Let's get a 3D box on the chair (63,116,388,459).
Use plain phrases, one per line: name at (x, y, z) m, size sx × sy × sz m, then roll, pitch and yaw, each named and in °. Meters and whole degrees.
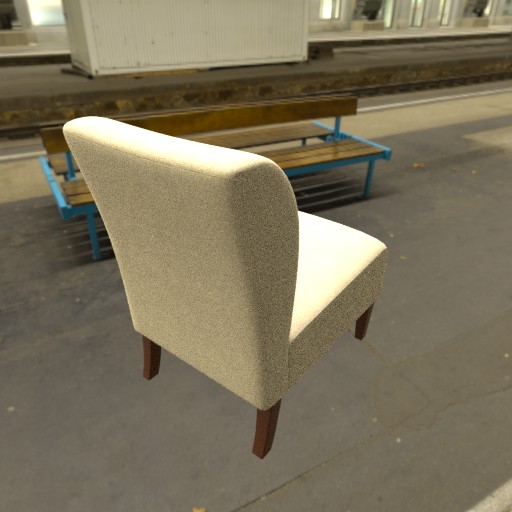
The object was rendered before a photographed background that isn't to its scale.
chair at (0.000, 0.000, 1.282) m, size 0.521 × 0.833 × 0.754 m, roll 22°, pitch 36°, yaw 33°
